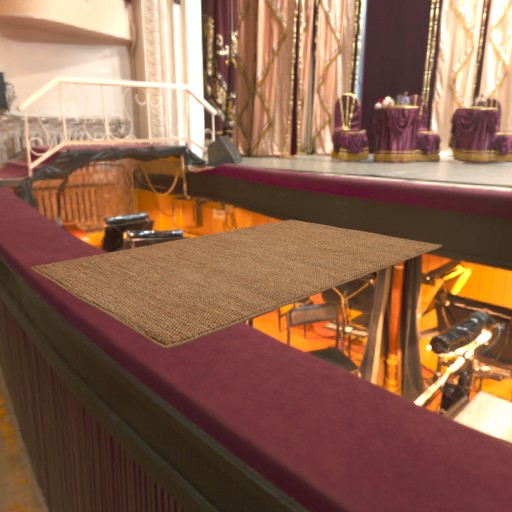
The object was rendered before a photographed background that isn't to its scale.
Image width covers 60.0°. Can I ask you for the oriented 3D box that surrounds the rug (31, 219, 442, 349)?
[{"bbox_3d":[0.000,0.000,3.049,2.438,0.034,1.521,-14,20,-42],"label":"rug"}]
